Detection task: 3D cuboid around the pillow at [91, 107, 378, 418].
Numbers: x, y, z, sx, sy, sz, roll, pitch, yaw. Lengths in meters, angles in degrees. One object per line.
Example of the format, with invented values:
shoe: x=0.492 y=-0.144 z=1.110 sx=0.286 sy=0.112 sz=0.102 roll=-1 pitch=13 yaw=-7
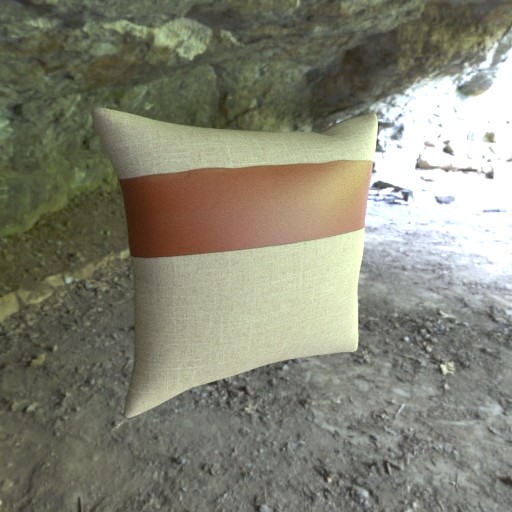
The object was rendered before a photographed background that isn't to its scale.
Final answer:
pillow: x=0.000 y=0.000 z=0.636 sx=0.414 sy=0.399 sz=0.173 roll=-8 pitch=18 yaw=-27
